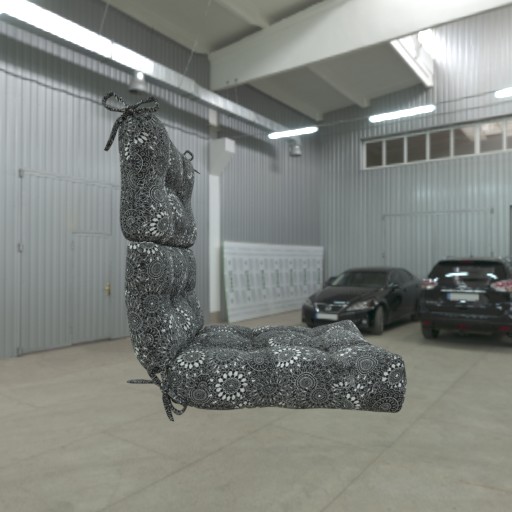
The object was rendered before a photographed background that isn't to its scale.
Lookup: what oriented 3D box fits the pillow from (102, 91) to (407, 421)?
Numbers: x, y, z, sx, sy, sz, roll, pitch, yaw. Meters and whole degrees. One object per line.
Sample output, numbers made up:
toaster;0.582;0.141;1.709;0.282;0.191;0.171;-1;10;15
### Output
pillow;0.000;0.000;1.041;0.571;0.605;0.519;0;-1;1
